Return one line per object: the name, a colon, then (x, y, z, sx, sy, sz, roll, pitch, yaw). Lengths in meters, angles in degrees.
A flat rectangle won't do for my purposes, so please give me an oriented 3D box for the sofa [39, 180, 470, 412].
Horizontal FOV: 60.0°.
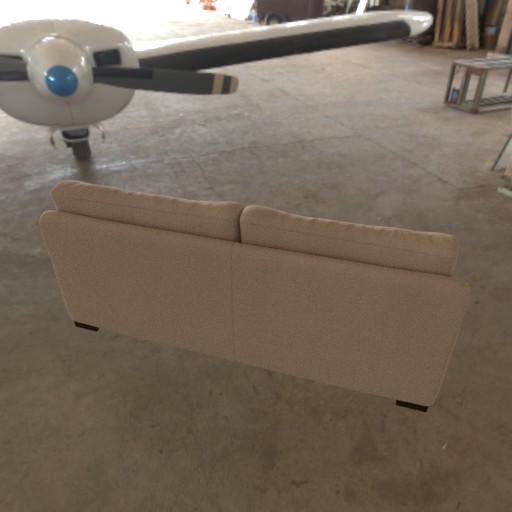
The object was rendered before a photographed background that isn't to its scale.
sofa: (0.000, 0.000, 2.583, 2.147, 0.925, 0.929, 10, 34, 15)
